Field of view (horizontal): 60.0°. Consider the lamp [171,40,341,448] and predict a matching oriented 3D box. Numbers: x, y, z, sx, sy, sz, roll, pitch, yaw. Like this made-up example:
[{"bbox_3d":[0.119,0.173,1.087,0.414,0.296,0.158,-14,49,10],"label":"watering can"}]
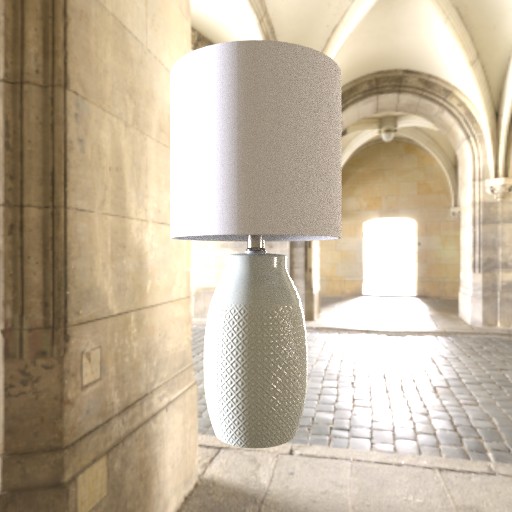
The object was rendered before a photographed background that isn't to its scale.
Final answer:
[{"bbox_3d":[0.000,0.000,0.572,0.217,0.453,0.217,0,0,-35],"label":"lamp"}]
